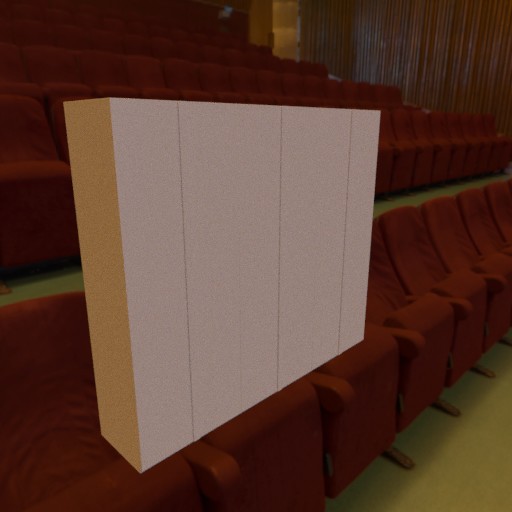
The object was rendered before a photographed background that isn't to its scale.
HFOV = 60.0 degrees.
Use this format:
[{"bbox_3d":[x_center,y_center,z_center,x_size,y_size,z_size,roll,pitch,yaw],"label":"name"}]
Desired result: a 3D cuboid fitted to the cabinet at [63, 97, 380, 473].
[{"bbox_3d":[0.000,0.000,3.722,2.700,2.370,0.590,-16,22,-43],"label":"cabinet"}]
